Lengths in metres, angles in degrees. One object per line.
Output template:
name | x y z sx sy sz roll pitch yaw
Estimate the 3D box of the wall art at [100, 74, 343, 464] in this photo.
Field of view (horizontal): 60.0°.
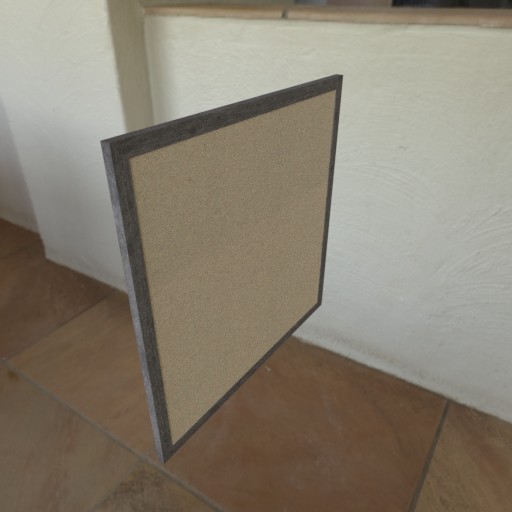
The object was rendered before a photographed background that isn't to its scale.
wall art | 0.000 0.000 0.669 0.013 0.457 0.457 20 36 30
